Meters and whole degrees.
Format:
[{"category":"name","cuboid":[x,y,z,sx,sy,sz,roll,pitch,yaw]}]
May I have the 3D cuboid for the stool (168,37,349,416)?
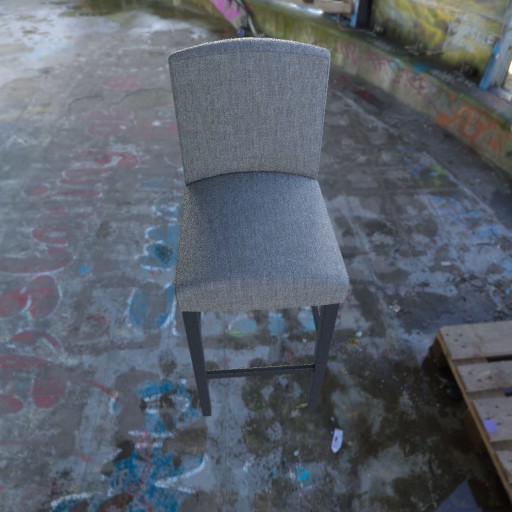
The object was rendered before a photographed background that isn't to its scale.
[{"category":"stool","cuboid":[0.000,0.000,1.408,0.451,1.138,0.552,-3,45,-3]}]
